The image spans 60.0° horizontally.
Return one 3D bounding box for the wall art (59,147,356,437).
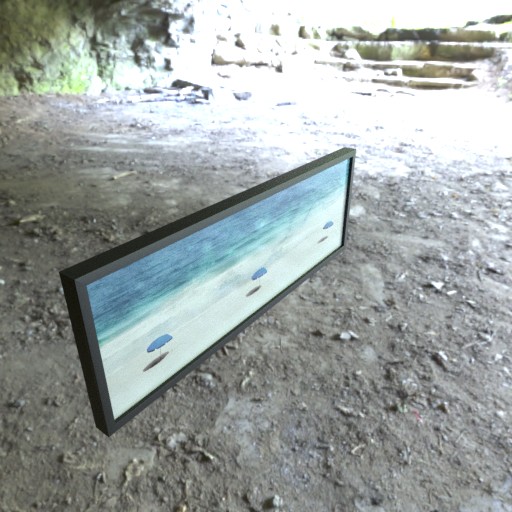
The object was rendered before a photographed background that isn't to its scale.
[{"bbox_3d":[0.000,0.000,0.976,0.037,0.303,0.860,19,33,32],"label":"wall art"}]
